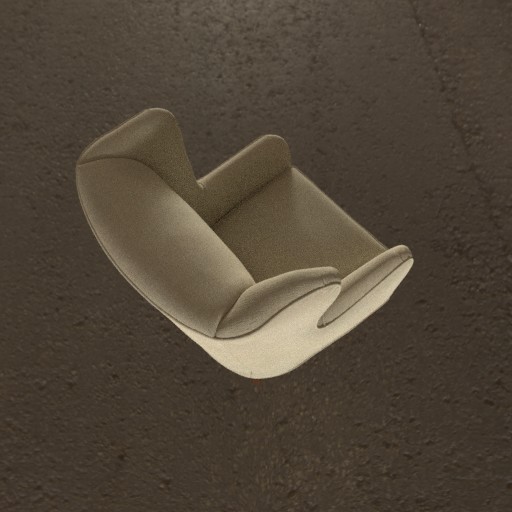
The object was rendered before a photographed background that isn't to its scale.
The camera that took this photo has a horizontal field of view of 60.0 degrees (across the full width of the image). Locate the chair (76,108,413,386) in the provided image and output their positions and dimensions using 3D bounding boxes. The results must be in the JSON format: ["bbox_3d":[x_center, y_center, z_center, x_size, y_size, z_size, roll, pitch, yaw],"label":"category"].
[{"bbox_3d":[0.000,0.000,1.721,0.966,1.040,0.838,-35,65,-19],"label":"chair"}]
